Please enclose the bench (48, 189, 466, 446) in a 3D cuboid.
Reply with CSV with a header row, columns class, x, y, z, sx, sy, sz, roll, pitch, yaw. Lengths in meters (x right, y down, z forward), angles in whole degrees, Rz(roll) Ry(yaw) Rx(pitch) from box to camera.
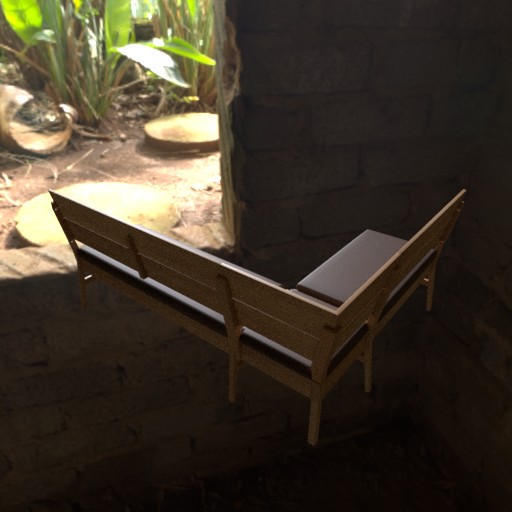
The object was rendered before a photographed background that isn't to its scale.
class,x,y,z,sx,sy,sz,roll,pitch,yaw
bench,0.000,0.000,2.835,1.975,0.890,1.549,21,36,32
